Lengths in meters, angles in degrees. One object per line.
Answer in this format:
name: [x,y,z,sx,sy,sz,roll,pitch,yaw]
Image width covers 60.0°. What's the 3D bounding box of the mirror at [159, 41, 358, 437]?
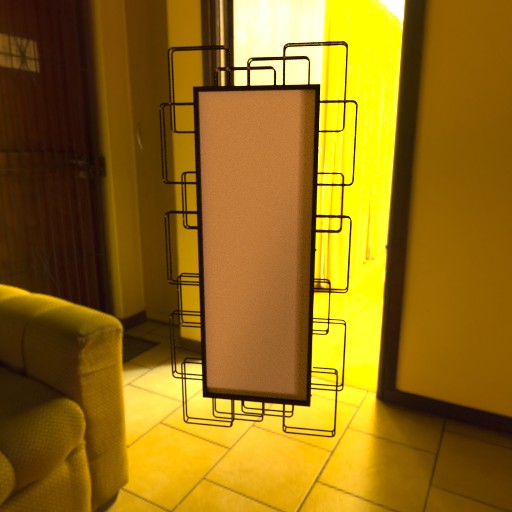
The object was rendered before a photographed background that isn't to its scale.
mirror: [0.000,0.000,1.358,0.565,1.192,0.037,2,14,9]
